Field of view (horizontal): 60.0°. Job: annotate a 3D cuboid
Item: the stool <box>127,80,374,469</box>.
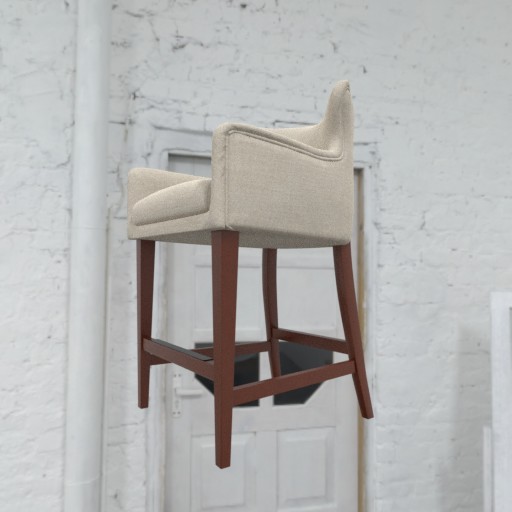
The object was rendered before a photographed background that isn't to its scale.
[{"bbox_3d":[0.000,0.000,1.396,0.637,0.987,0.615,1,-1,-35],"label":"stool"}]
